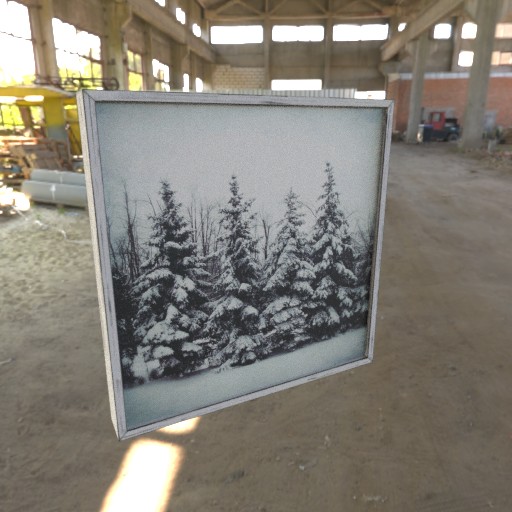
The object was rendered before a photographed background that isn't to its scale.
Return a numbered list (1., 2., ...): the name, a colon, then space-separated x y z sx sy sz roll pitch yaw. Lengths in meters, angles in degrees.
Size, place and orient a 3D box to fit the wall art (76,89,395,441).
1. wall art: 0.000 0.000 0.447 0.303 0.303 0.036 -9 19 -27
